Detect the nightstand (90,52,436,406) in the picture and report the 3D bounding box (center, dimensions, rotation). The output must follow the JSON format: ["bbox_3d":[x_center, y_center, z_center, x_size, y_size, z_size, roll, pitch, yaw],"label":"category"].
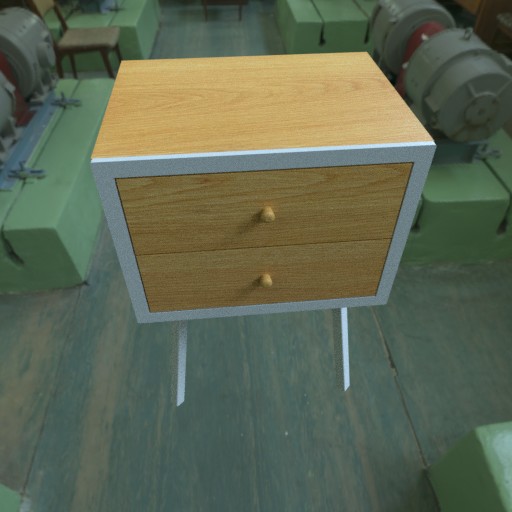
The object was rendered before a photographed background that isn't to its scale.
[{"bbox_3d":[0.000,0.000,0.818,0.400,0.601,0.316,-4,44,-4],"label":"nightstand"}]
